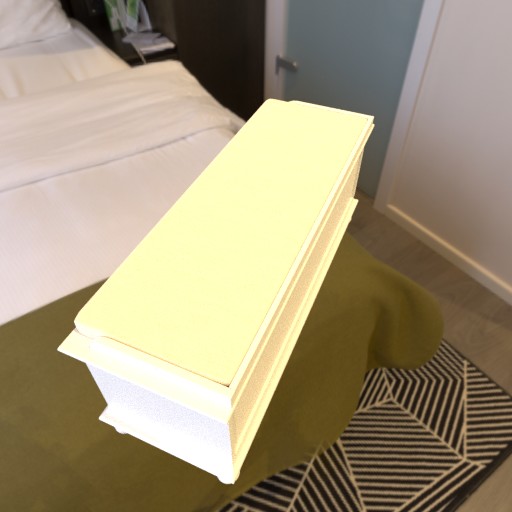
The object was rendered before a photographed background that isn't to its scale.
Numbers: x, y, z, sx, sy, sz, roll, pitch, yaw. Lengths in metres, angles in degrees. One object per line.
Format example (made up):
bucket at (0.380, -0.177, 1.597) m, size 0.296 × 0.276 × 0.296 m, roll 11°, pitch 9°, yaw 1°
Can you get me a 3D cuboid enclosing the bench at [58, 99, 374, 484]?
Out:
bench at (0.000, 0.000, 1.400) m, size 0.402 × 0.486 × 1.185 m, roll 18°, pitch 49°, yaw 16°
